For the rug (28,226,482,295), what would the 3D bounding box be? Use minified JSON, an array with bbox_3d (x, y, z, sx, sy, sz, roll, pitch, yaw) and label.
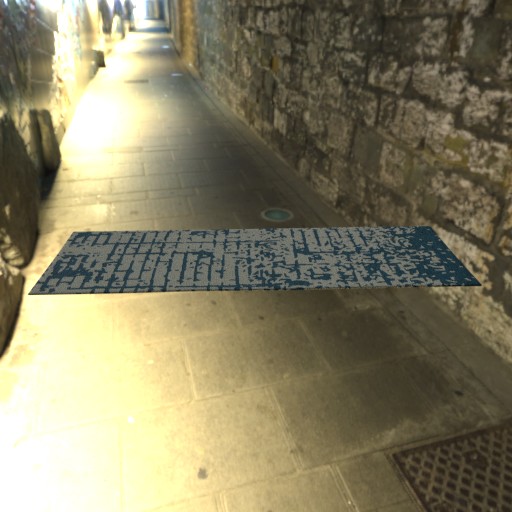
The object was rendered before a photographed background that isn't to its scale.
[{"bbox_3d":[0.000,0.000,2.697,2.435,0.011,0.750,-1,29,-2],"label":"rug"}]
